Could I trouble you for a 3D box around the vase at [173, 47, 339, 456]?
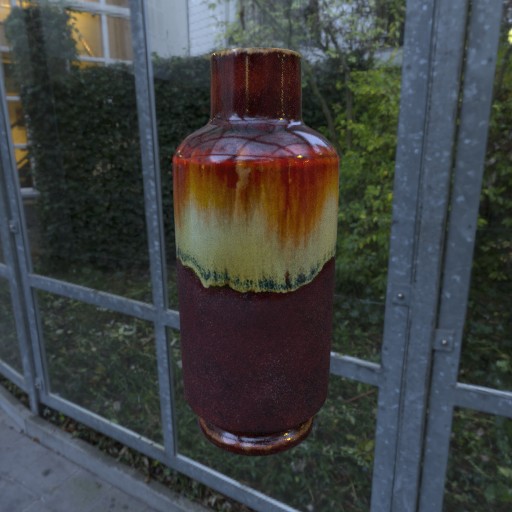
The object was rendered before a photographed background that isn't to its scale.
[{"bbox_3d":[0.000,0.000,0.313,0.111,0.261,0.111,0,15,0],"label":"vase"}]
